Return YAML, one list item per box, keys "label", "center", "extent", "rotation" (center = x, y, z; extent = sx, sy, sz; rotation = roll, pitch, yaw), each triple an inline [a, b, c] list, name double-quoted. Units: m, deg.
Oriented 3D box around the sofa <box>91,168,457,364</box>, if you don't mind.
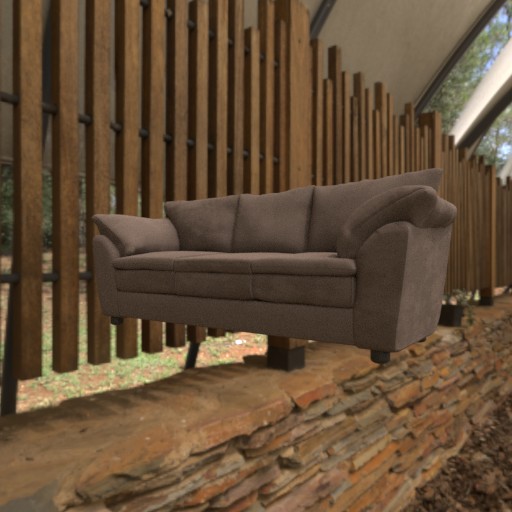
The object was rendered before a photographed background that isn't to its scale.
- label: "sofa"
  center: [0.000, 0.000, 2.860]
  extent: [2.377, 0.981, 0.893]
  rotation: [0, 0, 36]
